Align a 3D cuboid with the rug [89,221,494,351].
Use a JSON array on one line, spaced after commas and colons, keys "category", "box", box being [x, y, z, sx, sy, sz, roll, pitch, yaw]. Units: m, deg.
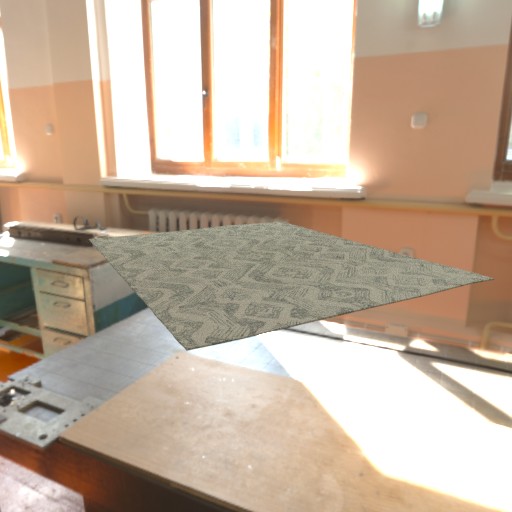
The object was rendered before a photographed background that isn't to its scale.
[{"category": "rug", "box": [0.000, 0.000, 4.012, 2.430, 0.030, 3.054, -7, 16, -28]}]
